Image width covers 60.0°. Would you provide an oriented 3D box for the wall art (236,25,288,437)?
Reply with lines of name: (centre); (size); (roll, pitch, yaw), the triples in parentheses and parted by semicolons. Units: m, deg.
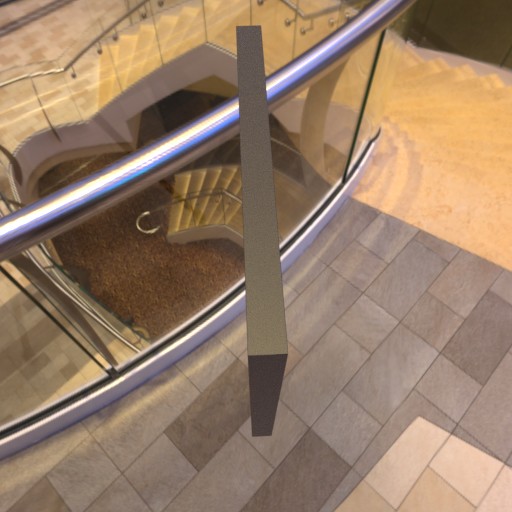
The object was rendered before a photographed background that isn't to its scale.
wall art: (0.000, 0.000, 0.758); (0.038, 0.507, 0.507); (-2, 60, -1)
